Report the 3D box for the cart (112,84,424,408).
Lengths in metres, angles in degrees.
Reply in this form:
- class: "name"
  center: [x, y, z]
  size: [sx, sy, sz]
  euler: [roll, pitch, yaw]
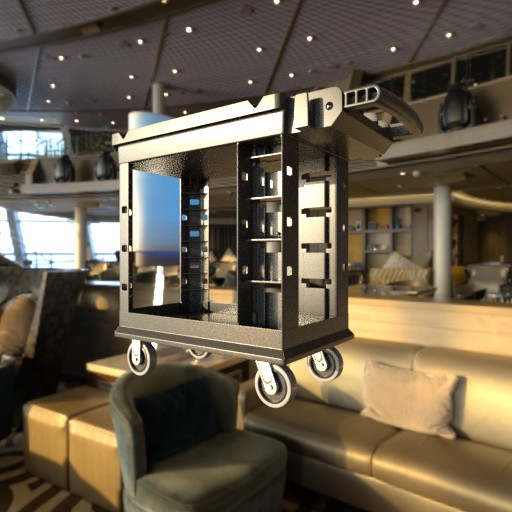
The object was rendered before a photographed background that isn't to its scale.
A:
- class: "cart"
  center: [0.000, 0.000, 1.543]
  size: [1.061, 0.884, 0.497]
  euler: [0, 0, 35]
